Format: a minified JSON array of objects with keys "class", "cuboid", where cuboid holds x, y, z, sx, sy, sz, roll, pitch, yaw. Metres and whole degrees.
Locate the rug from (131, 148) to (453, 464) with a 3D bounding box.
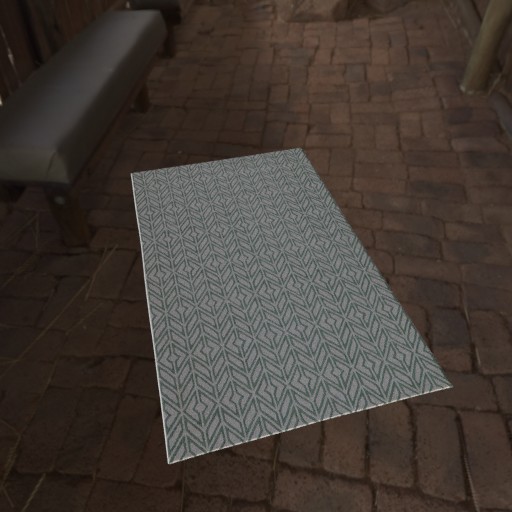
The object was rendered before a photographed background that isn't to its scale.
[{"class":"rug","cuboid":[0.000,0.000,3.047,1.517,0.011,2.435,-11,46,-11]}]
